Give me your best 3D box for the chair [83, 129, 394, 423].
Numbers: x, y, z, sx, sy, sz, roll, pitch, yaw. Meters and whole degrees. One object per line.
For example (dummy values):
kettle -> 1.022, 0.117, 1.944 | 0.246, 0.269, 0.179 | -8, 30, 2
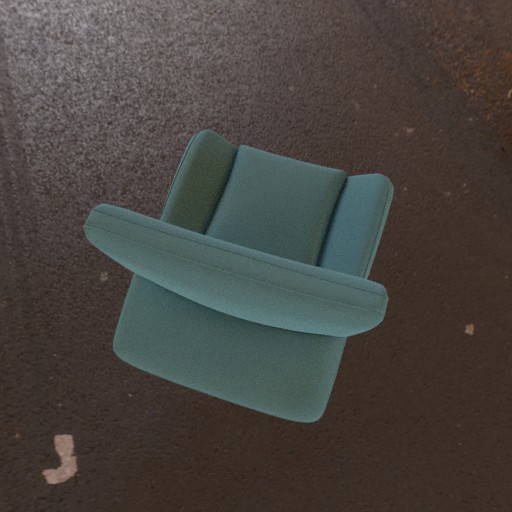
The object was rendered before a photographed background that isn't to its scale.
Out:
chair -> 0.000, 0.000, 1.630 | 0.859, 0.855, 1.008 | 16, 65, 8
